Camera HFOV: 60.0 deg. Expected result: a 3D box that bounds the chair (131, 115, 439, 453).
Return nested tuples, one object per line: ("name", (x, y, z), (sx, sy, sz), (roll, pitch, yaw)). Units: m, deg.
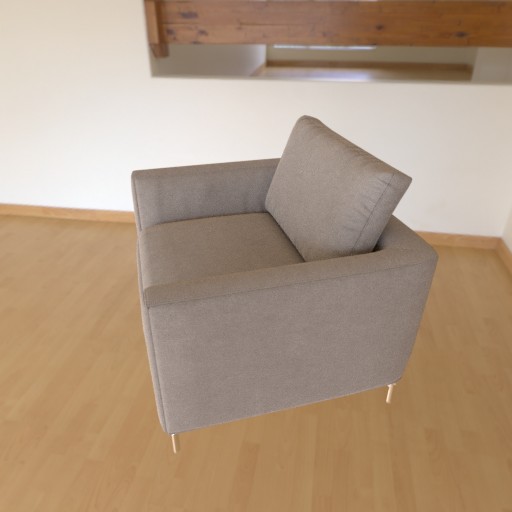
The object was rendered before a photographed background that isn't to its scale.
("chair", (0.000, 0.000, 1.690), (0.889, 0.864, 1.041), (-8, 31, -13))
